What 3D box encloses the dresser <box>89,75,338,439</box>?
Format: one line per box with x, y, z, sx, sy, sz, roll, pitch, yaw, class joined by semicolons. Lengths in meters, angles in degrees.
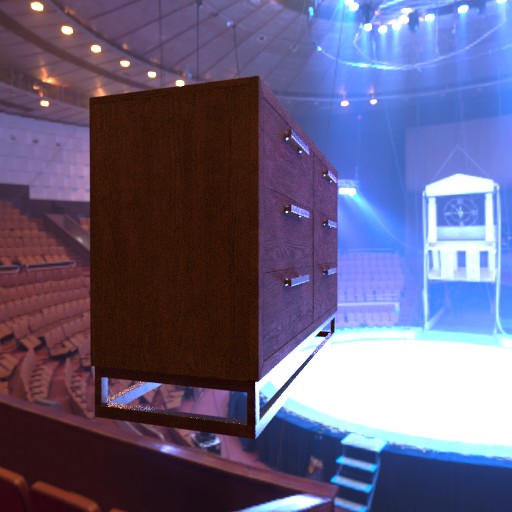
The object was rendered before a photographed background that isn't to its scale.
0.000;0.000;2.153;0.623;1.061;1.646;0;1;18;dresser
